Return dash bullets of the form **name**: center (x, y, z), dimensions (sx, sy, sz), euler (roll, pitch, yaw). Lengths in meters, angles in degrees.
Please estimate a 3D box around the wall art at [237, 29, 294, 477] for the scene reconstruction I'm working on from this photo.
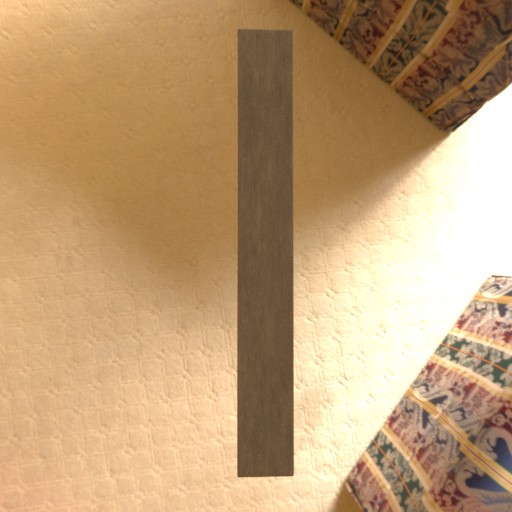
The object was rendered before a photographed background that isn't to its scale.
- **wall art**: center (0.000, 0.000, 0.450), dimensions (0.038, 0.302, 0.303), euler (0, 89, -2)
